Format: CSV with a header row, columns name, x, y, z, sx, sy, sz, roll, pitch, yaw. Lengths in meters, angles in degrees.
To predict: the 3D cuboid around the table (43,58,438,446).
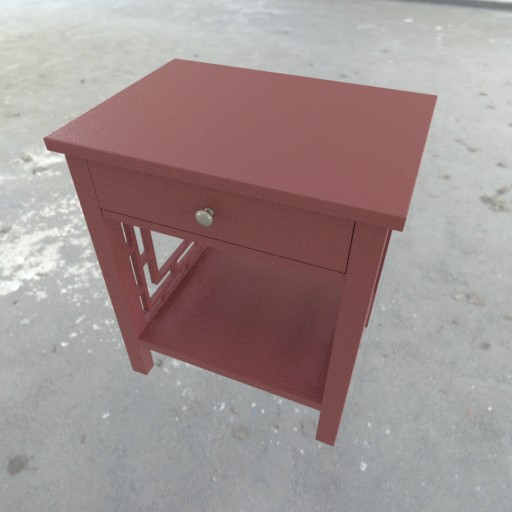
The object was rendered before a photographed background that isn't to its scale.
name,x,y,z,sx,sy,sz,roll,pitch,yaw
table,0.000,0.000,1.038,0.599,0.686,0.451,15,44,16
